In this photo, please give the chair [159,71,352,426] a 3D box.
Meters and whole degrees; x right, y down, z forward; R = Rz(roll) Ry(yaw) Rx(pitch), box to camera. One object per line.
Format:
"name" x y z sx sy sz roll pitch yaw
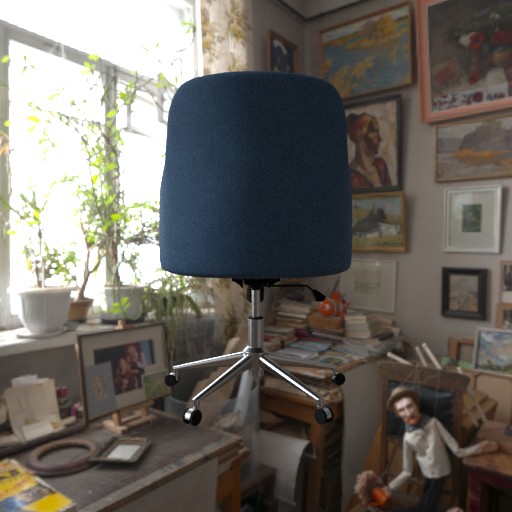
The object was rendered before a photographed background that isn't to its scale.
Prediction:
"chair" 0.000 0.000 1.286 0.599 0.820 0.655 0 1 -1
